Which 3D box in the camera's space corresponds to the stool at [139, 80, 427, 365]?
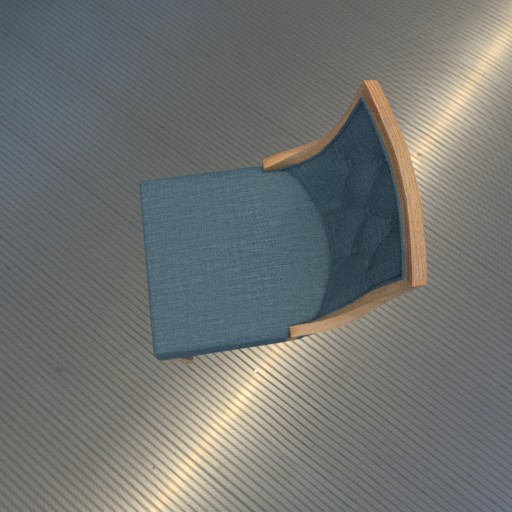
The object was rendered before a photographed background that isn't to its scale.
[{"bbox_3d":[0.000,0.000,1.299,0.626,0.938,0.524,-8,76,-2],"label":"stool"}]
